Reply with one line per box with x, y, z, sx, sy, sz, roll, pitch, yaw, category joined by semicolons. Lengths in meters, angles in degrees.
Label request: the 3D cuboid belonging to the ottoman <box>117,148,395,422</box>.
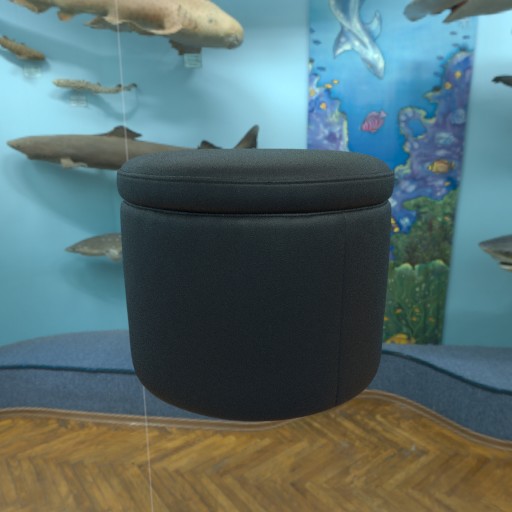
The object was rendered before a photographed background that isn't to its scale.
0.000;0.000;0.871;0.501;0.409;0.501;0;15;0;ottoman
